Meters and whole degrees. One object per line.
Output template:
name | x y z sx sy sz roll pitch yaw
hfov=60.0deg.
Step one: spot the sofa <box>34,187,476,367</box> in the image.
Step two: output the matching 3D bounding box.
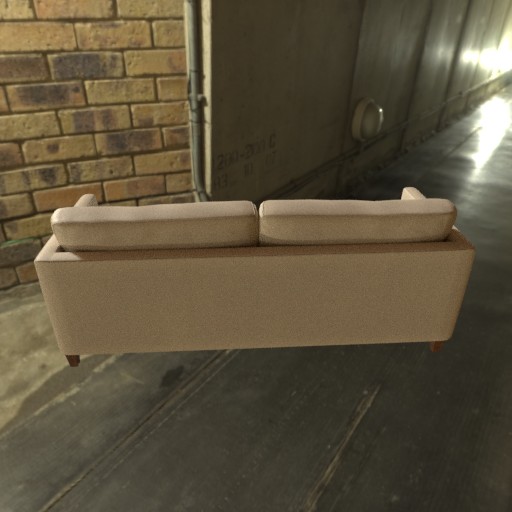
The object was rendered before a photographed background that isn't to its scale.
sofa | 0.000 0.000 2.857 2.361 0.968 0.951 -2 30 -3
